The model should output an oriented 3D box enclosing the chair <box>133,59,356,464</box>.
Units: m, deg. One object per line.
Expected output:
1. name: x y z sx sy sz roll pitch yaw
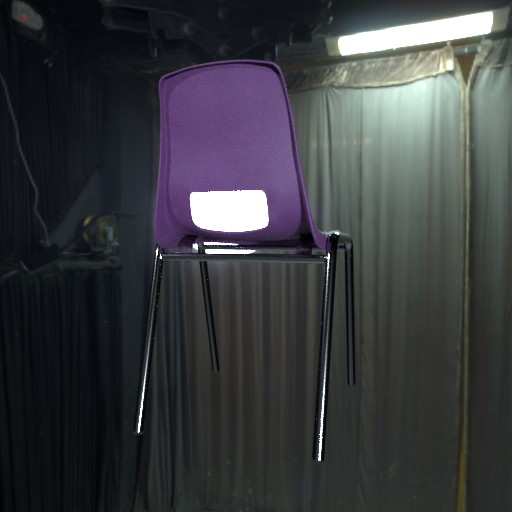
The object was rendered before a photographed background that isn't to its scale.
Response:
1. chair: 0.000 0.000 0.936 0.381 0.654 0.432 1 3 18
